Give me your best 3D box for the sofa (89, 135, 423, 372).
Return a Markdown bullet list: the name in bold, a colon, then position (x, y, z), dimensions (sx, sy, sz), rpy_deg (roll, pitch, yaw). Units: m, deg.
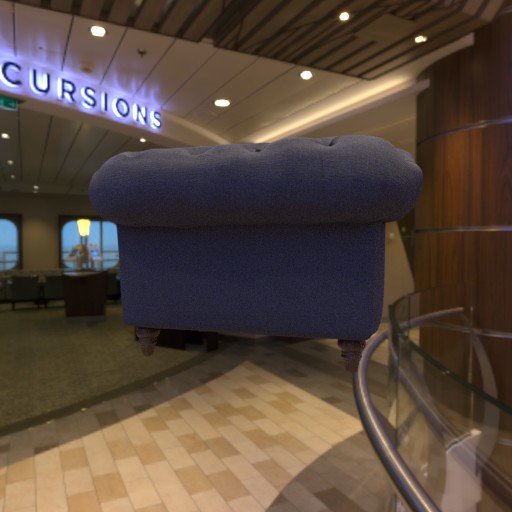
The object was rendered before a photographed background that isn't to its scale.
- **sofa**: position (0.000, 0.000, 1.983), dimensions (1.405, 0.878, 1.032), rpy_deg (0, 2, 16)
